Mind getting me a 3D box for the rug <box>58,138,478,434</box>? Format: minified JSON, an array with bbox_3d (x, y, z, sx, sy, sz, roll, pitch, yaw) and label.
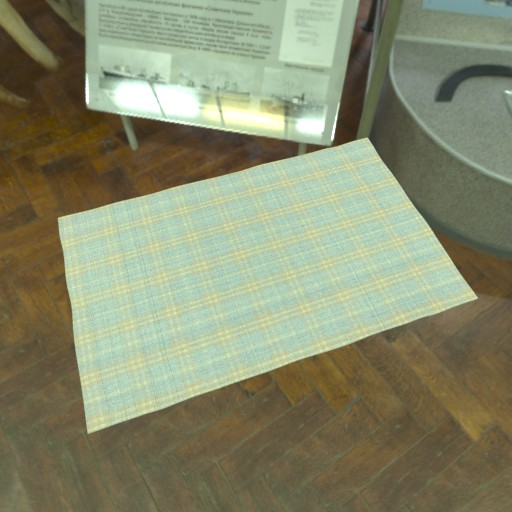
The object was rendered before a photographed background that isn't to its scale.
[{"bbox_3d":[0.000,0.000,2.984,2.460,0.016,1.545,-16,59,-10],"label":"rug"}]
